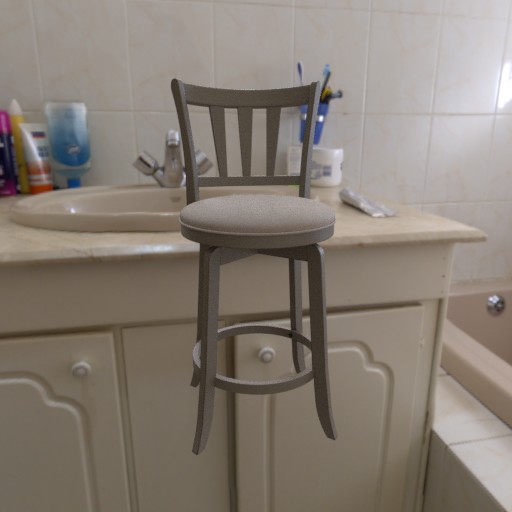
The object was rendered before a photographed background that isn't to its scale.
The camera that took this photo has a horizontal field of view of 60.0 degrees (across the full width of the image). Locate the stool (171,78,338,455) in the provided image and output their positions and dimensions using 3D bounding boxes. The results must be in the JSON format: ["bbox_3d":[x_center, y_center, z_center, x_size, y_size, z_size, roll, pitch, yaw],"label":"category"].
[{"bbox_3d":[0.000,0.000,1.298,0.450,0.994,0.486,-2,16,-9],"label":"stool"}]
